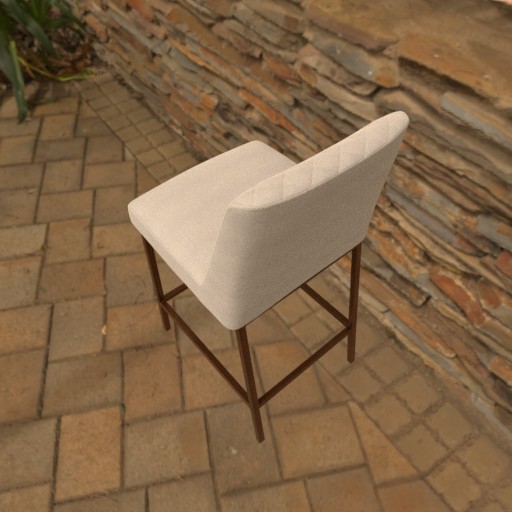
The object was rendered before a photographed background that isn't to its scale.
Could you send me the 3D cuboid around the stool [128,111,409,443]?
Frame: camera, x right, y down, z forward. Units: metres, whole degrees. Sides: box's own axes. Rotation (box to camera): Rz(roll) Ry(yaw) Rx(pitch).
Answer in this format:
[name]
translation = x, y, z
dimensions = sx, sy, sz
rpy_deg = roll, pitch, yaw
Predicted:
[stool]
translation = 0.000, 0.000, 1.299
dimensions = 0.507, 0.973, 0.576
rpy_deg = -32, 55, -26
